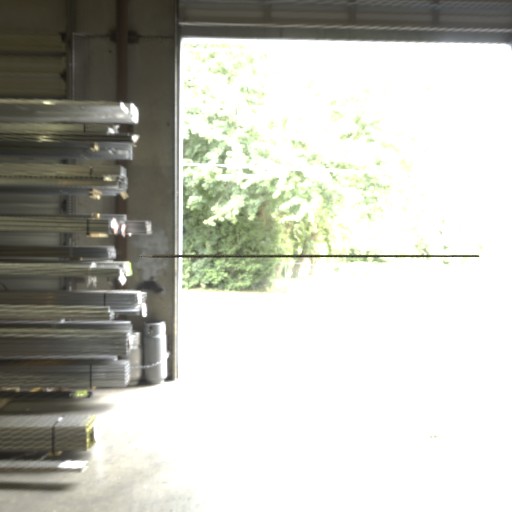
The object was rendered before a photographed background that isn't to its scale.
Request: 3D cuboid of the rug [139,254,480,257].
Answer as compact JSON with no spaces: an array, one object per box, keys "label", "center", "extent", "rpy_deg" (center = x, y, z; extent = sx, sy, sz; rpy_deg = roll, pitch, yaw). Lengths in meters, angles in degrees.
[{"label":"rug","center":[0.000,0.000,3.078],"extent":[1.524,0.012,2.438],"rpy_deg":[0,0,-16]}]
